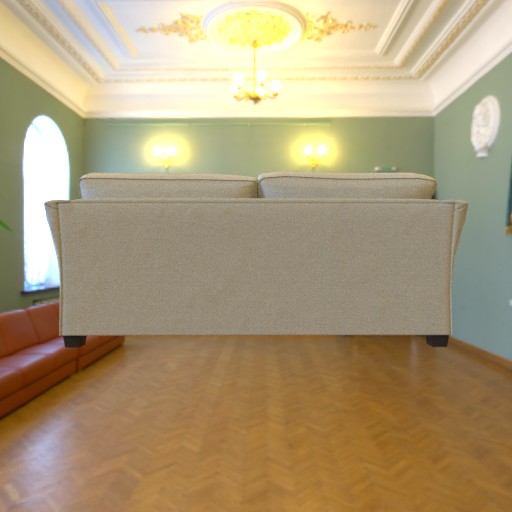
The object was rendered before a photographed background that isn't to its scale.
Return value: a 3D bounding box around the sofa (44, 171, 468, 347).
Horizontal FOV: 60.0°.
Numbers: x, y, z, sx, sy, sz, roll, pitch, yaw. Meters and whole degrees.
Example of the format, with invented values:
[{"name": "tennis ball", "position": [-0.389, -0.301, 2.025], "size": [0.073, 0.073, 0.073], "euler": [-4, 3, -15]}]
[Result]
[{"name": "sofa", "position": [0.000, 0.000, 2.798], "size": [2.270, 0.965, 0.980], "euler": [0, 0, 0]}]
